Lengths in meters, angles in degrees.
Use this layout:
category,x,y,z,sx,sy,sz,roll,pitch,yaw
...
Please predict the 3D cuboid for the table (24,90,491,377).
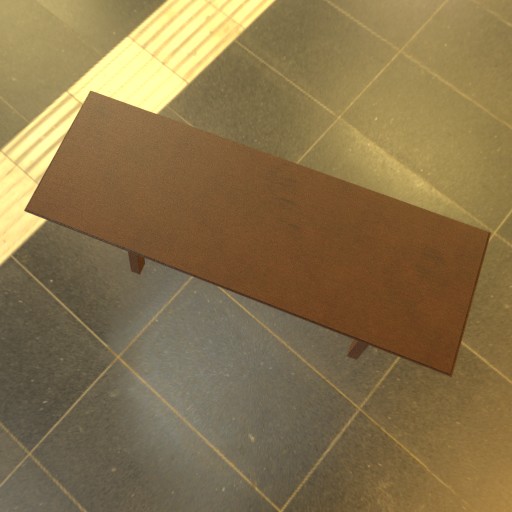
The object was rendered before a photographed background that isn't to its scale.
category,x,y,z,sx,sy,sz,roll,pitch,yaw
table,0.000,0.000,1.556,1.197,0.763,0.399,21,77,5
